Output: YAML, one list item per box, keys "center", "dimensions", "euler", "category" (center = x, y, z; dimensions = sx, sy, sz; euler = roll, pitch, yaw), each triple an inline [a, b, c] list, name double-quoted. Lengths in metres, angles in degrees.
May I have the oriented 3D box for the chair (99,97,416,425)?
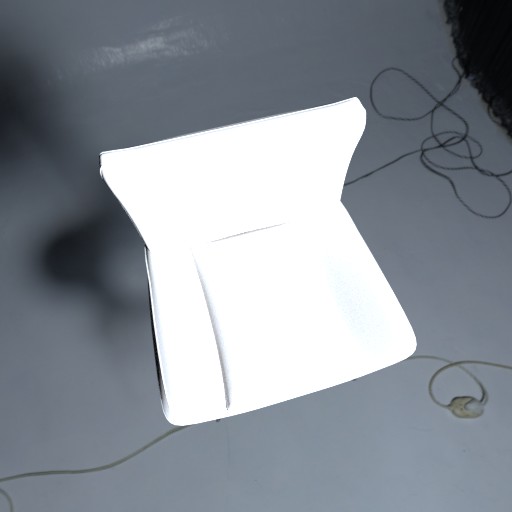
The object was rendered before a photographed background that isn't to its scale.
- center: [0.000, 0.000, 1.630]
  dimensions: [0.859, 0.855, 1.008]
  euler: [-14, 64, -7]
  category: "chair"
